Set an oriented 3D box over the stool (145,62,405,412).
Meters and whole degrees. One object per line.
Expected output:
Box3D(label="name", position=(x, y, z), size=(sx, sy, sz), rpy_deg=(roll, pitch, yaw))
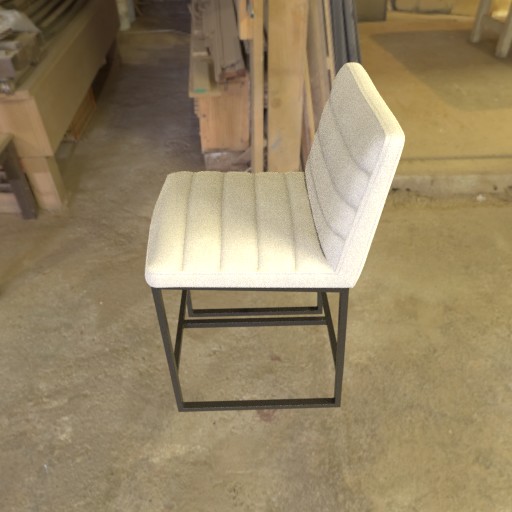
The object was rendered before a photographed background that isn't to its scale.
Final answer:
Box3D(label="stool", position=(0.000, 0.000, 1.307), size=(0.567, 0.971, 0.459), rpy_deg=(-1, 41, -1))
